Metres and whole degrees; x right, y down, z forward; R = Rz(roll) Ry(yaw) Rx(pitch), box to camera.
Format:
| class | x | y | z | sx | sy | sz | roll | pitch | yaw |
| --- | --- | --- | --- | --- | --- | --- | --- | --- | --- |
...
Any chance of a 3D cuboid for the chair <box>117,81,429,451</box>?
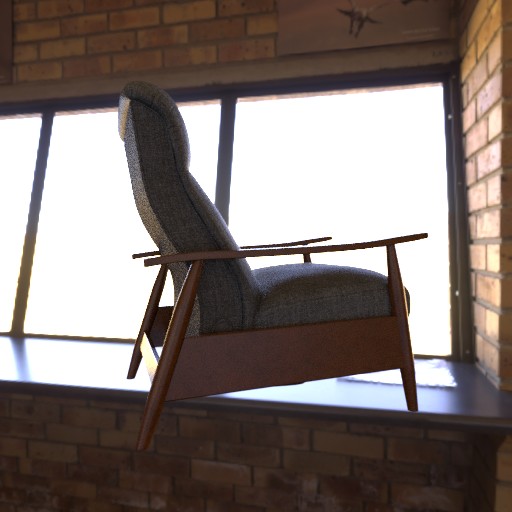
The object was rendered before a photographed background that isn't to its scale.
| class | x | y | z | sx | sy | sz | roll | pitch | yaw |
| --- | --- | --- | --- | --- | --- | --- | --- | --- | --- |
| chair | 0.000 | 0.000 | 1.742 | 1.030 | 1.082 | 0.762 | 0 | 2 | -18 |
